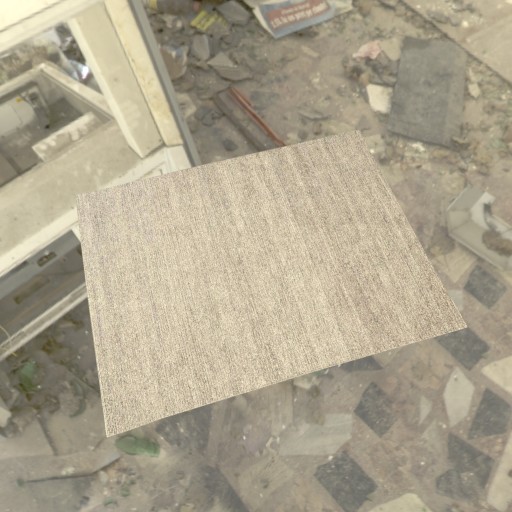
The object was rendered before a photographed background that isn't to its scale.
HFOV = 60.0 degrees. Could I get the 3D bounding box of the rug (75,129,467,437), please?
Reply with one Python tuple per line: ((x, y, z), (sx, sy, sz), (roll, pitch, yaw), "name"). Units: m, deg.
((0.000, 0.000, 4.257), (3.202, 0.045, 2.434), (-15, 63, -8), "rug")
